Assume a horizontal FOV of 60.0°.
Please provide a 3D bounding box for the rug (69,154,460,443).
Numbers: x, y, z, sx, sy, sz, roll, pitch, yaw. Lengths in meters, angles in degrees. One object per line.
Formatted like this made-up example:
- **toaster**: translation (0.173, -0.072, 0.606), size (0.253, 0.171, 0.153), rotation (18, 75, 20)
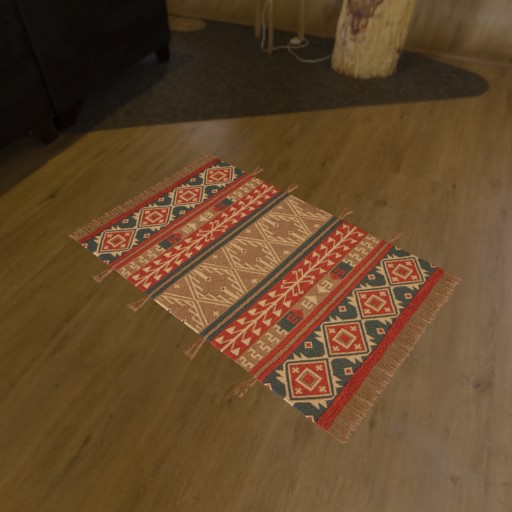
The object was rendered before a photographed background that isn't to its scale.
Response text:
- **rug**: translation (0.000, 0.000, 2.628), size (2.025, 0.040, 1.469), rotation (31, 53, 27)
